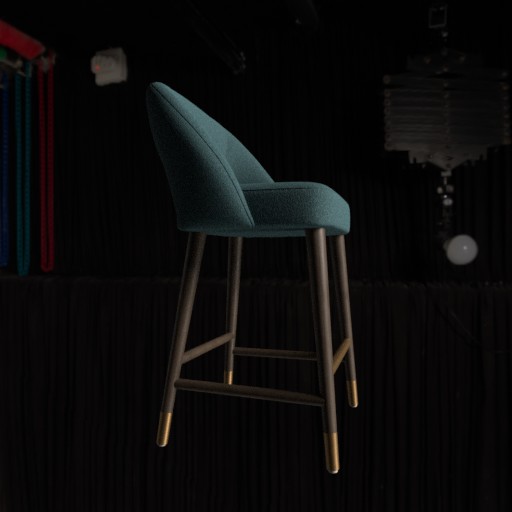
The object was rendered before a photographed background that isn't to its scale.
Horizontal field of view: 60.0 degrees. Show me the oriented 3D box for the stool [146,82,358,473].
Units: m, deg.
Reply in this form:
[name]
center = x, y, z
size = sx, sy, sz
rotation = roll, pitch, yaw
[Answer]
[stool]
center = 0.000, 0.000, 1.248
size = 0.522, 0.939, 0.536
rotation = 0, 0, 18
